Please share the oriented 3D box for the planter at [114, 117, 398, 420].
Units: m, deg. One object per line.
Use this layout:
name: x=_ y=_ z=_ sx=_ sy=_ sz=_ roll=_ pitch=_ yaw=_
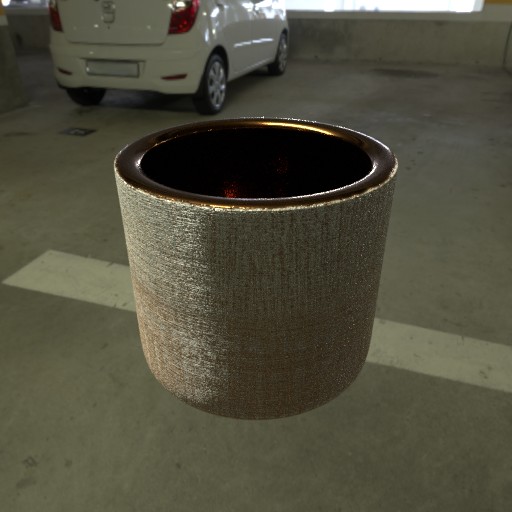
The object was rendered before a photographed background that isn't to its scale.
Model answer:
planter: x=0.000 y=0.000 z=0.321 sx=0.177 sy=0.157 sz=0.177 roll=0 pitch=31 yaw=0
